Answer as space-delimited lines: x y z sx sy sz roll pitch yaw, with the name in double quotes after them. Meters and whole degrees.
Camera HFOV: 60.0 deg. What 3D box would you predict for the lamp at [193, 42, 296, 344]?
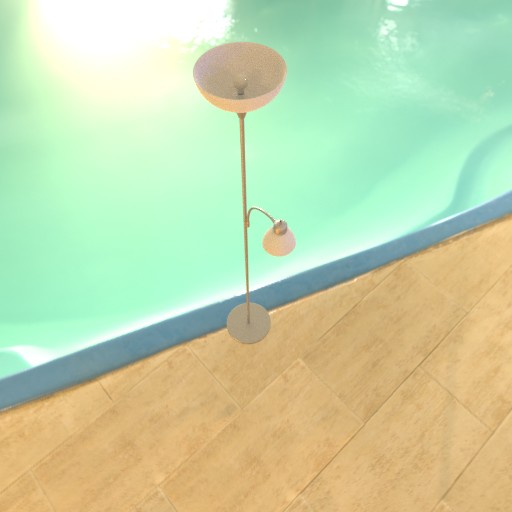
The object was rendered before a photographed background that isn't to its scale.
0.000 0.000 1.996 0.279 1.804 0.425 -32 63 -18 "lamp"
